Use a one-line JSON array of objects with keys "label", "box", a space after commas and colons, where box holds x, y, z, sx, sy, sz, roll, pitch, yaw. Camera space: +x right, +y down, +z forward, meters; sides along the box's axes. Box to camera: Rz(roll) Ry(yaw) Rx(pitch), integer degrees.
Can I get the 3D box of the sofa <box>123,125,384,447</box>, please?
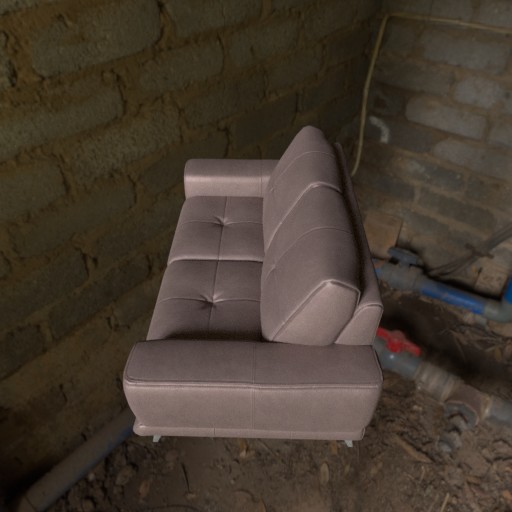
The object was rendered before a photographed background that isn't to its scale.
[{"label": "sofa", "box": [0.000, 0.000, 2.385, 1.018, 0.907, 1.806, 1, 40, 1]}]
